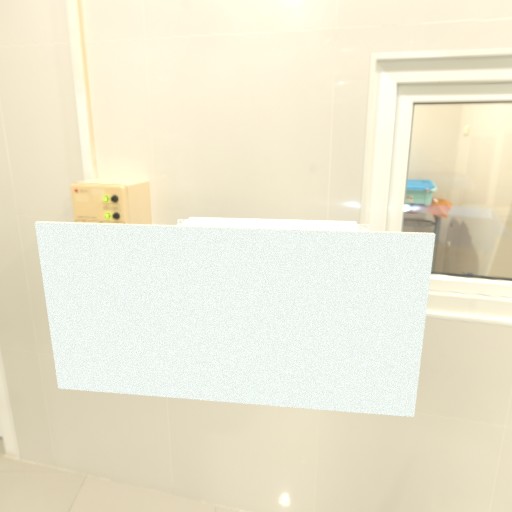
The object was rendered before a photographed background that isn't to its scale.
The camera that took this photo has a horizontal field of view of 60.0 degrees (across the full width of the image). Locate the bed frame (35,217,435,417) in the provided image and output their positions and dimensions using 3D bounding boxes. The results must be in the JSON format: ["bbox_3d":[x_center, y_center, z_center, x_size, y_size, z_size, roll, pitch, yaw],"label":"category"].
[{"bbox_3d":[0.000,0.000,2.810,1.622,0.800,1.960,2,16,7],"label":"bed frame"}]
